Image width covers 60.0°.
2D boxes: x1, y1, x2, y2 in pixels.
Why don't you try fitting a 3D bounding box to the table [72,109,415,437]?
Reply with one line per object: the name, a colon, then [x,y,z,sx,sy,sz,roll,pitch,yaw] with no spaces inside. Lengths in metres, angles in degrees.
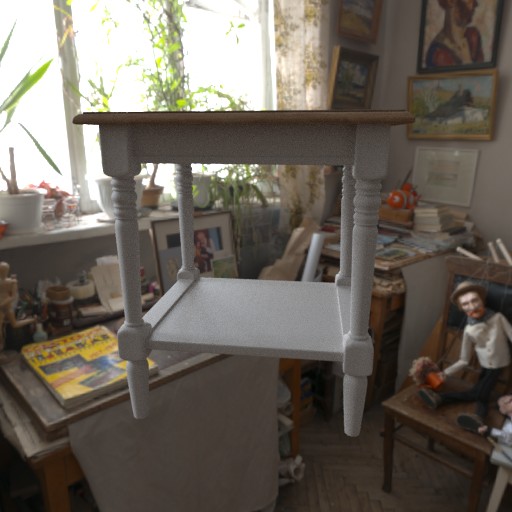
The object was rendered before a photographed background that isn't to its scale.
table: [0.000,0.000,0.935,0.508,0.561,0.457,2,15,7]
